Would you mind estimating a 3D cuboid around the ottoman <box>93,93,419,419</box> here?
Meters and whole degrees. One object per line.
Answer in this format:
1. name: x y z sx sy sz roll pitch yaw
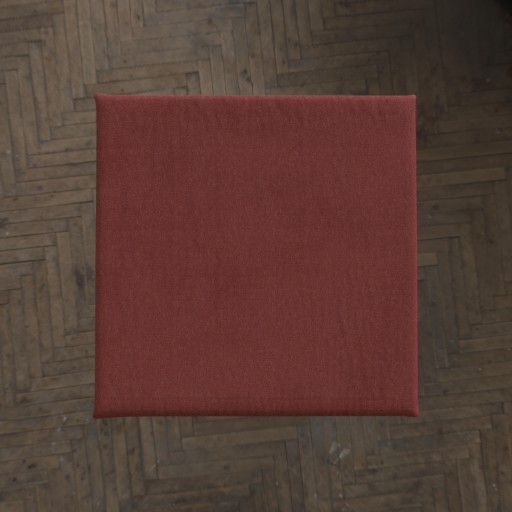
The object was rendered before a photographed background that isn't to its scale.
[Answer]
1. ottoman: 0.000 0.000 1.364 0.889 0.411 0.890 0 89 0
